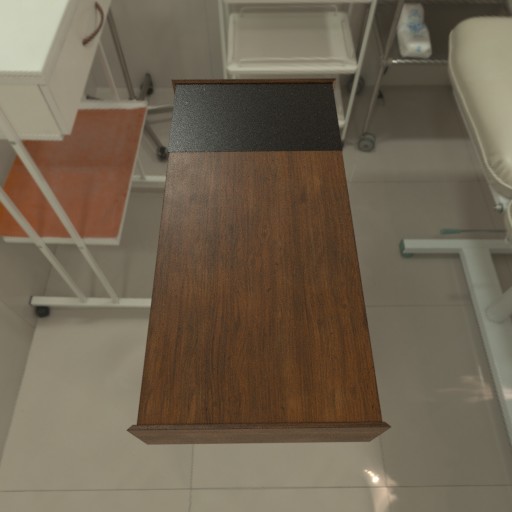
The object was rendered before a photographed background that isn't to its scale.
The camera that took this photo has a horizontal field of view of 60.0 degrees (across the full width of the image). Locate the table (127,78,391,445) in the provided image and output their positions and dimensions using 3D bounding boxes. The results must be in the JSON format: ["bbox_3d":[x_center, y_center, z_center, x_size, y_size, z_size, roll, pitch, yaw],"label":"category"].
[{"bbox_3d":[0.000,0.000,1.547,0.610,0.508,1.221,-1,59,0],"label":"table"}]
